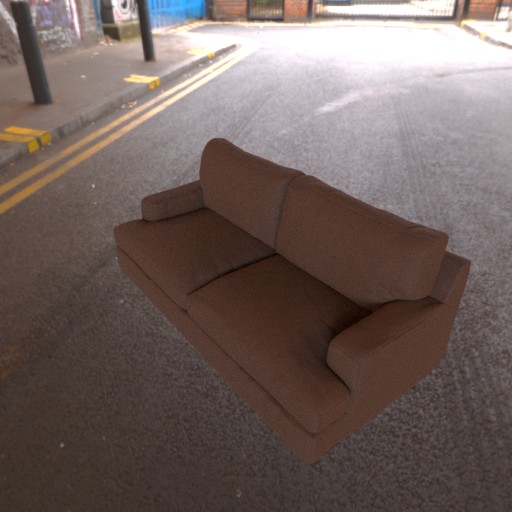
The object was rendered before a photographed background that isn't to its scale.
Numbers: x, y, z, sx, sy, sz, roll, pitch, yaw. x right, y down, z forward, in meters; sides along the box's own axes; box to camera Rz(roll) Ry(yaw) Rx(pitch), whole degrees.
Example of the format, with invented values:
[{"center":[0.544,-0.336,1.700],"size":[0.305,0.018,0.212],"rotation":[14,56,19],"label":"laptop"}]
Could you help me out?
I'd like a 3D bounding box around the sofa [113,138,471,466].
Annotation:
[{"center":[0.000,0.000,2.917],"size":[1.140,0.950,2.274],"rotation":[-23,38,-32],"label":"sofa"}]
